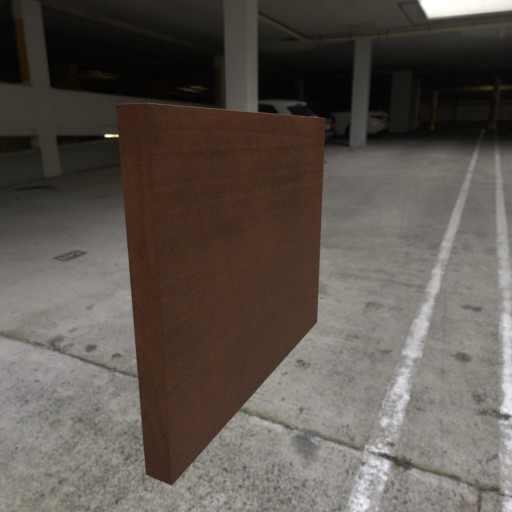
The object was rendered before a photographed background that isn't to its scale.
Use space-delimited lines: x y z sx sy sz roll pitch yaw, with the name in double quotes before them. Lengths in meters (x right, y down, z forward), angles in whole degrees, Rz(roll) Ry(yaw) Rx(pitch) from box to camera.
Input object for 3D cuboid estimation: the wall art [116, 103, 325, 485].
"wall art" 0.000 0.000 0.536 0.030 0.328 0.401 8 17 26
